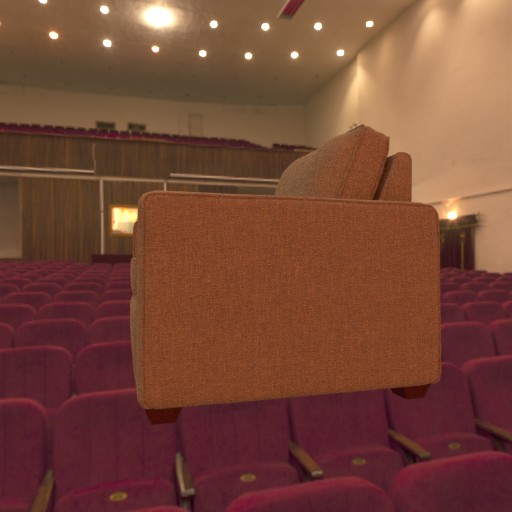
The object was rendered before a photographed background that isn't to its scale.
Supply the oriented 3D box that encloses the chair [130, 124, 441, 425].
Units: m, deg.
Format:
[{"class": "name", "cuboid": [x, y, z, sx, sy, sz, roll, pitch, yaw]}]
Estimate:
[{"class": "chair", "cuboid": [0.000, 0.000, 1.730, 0.940, 0.914, 1.016, 0, -1, -16]}]
